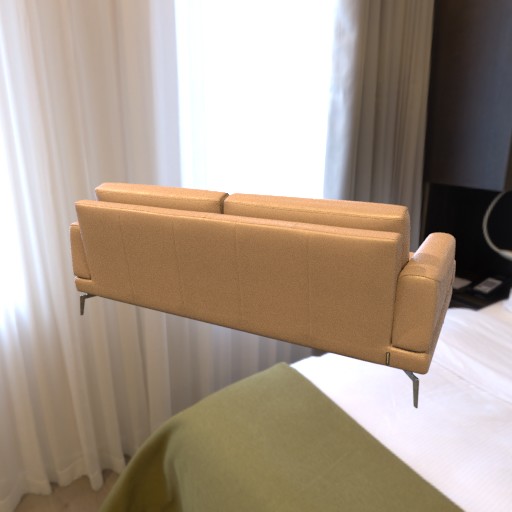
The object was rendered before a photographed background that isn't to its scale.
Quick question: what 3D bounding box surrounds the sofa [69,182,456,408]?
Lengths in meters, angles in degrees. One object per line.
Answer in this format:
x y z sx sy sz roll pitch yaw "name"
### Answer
0.000 0.000 2.400 1.940 0.765 0.974 9 18 27 "sofa"
